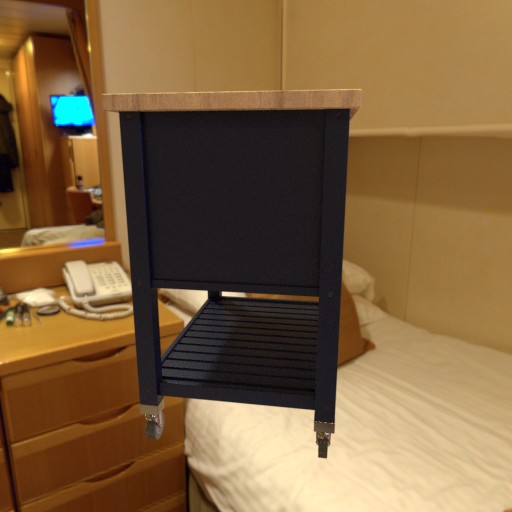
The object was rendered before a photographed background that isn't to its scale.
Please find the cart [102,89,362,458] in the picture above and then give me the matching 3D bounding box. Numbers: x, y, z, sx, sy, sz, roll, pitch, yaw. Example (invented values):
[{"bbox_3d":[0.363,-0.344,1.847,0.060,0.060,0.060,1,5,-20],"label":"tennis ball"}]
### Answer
[{"bbox_3d":[0.000,0.000,1.438,0.567,0.920,0.797,2,14,9],"label":"cart"}]
